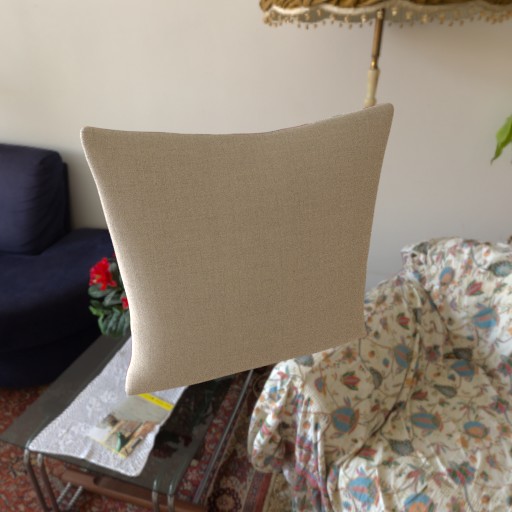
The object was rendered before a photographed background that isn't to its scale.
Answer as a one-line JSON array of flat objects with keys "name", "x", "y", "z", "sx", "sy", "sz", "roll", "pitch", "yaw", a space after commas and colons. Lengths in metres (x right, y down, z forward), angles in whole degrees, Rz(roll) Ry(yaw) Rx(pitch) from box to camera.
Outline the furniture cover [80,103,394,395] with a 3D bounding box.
[{"name": "furniture cover", "x": 0.000, "y": 0.000, "z": 0.668, "sx": 0.435, "sy": 0.420, "sz": 0.145, "roll": -10, "pitch": 29, "yaw": -17}]
